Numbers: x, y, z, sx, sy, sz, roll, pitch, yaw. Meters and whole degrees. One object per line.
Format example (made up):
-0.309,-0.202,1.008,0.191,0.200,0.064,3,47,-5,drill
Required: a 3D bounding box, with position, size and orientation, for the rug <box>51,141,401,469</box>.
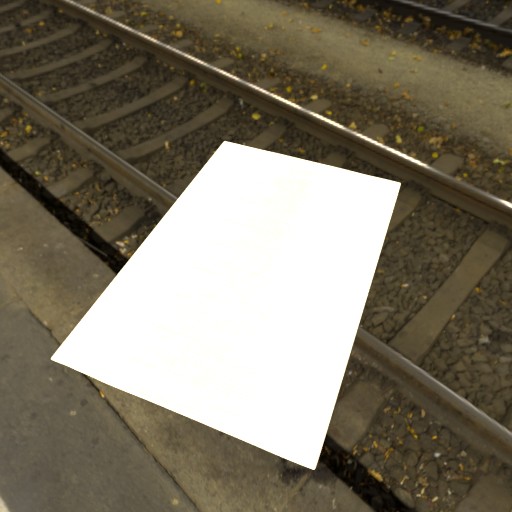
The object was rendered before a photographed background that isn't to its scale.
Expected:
0.000,0.000,2.398,1.234,0.006,1.850,17,50,15,rug
